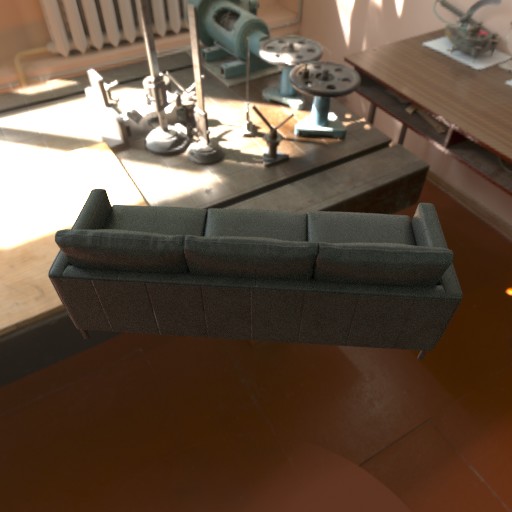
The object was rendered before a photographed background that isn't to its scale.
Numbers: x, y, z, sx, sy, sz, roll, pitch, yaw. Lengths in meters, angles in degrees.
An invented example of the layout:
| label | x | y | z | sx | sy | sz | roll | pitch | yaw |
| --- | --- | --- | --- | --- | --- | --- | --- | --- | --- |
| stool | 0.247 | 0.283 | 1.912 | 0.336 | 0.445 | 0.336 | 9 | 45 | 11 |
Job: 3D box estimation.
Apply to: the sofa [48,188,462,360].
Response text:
| label | x | y | z | sx | sy | sz | roll | pitch | yaw |
| --- | --- | --- | --- | --- | --- | --- | --- | --- | --- |
| sofa | 0.000 | 0.000 | 2.494 | 2.029 | 0.805 | 0.748 | 3 | 46 | 3 |
